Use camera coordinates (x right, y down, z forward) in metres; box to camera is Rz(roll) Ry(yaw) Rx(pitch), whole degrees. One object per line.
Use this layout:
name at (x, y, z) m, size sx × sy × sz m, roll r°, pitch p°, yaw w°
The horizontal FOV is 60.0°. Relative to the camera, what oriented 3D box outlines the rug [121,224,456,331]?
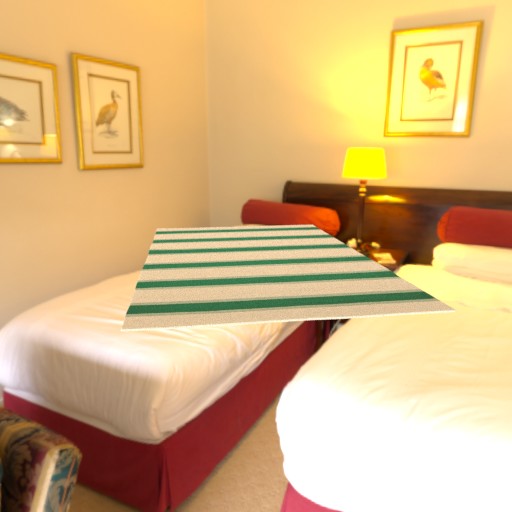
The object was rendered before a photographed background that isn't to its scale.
rug at (0.000, 0.000, 3.123) m, size 1.521 × 0.015 × 2.436 m, roll -2°, pitch 14°, yaw -8°
